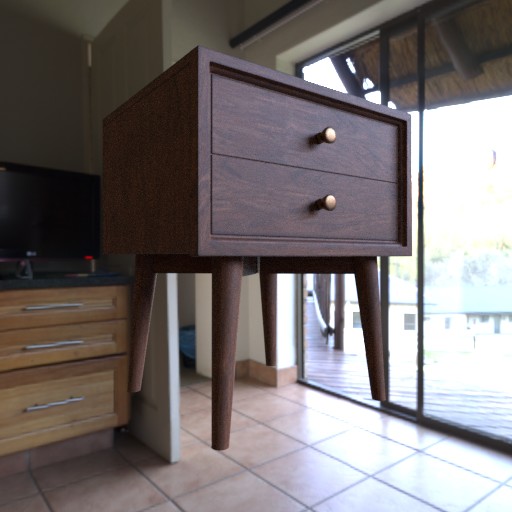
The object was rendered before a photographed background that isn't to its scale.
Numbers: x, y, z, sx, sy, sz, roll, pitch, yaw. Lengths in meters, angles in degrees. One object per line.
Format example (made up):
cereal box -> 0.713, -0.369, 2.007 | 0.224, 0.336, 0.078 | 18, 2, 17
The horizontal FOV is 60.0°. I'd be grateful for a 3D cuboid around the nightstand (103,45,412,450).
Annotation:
nightstand -> 0.000, 0.000, 0.961 | 0.521, 0.607, 0.445 | 0, 0, -37
